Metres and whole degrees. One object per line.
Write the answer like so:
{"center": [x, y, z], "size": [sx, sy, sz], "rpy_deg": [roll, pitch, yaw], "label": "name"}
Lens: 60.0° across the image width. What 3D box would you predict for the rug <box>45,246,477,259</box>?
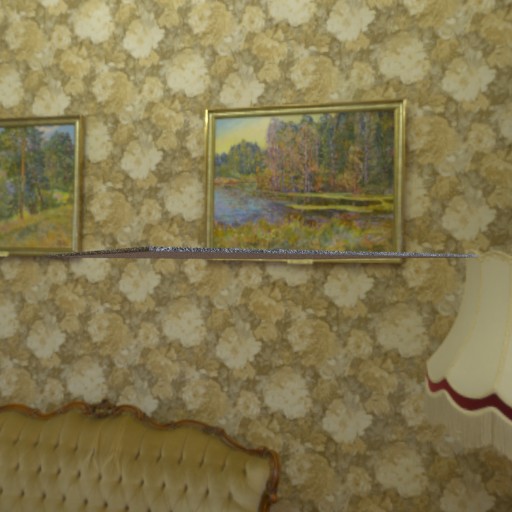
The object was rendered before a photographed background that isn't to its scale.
{"center": [0.000, 0.000, 3.927], "size": [3.000, 0.025, 2.401], "rpy_deg": [1, -1, -36], "label": "rug"}
